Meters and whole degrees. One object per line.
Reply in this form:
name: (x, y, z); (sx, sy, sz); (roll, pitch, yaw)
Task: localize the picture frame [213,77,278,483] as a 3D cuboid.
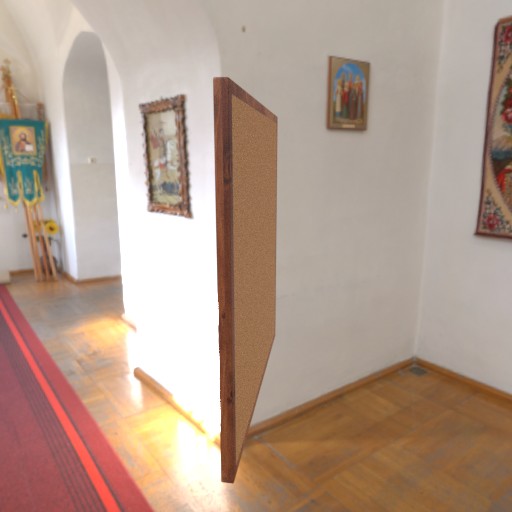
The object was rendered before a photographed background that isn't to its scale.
picture frame: (0.000, 0.000, 1.248); (0.029, 0.817, 0.810); (2, 13, 9)
